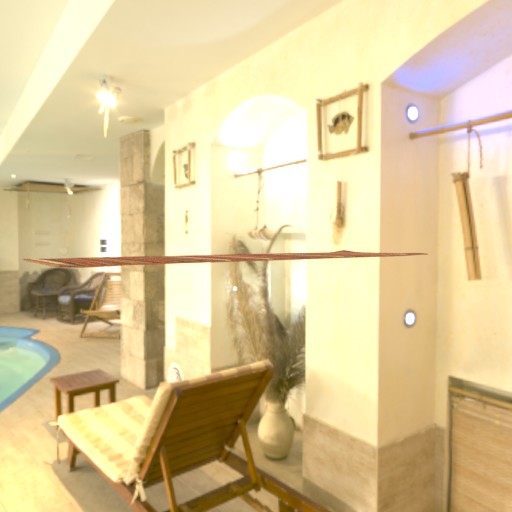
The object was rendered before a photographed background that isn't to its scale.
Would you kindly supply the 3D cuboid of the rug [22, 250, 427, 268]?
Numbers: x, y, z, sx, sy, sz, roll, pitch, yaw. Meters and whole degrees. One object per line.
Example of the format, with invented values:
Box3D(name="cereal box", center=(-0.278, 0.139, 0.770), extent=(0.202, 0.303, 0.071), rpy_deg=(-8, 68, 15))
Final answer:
Box3D(name="rug", center=(0.000, 0.000, 2.707), extent=(2.444, 0.030, 0.799), rpy_deg=(-1, 2, -36))
